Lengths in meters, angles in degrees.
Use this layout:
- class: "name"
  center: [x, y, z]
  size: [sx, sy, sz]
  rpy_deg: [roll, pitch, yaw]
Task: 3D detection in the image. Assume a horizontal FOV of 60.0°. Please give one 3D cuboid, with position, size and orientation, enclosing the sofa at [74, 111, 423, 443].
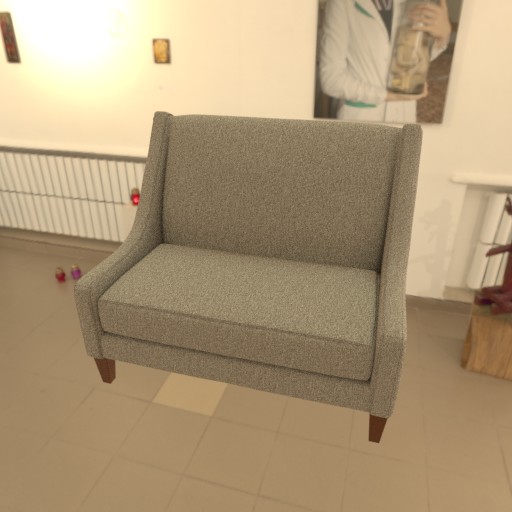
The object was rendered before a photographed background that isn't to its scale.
- class: "sofa"
  center: [0.000, 0.000, 1.882]
  size: [1.242, 1.026, 0.862]
  rpy_deg: [7, 28, 14]
